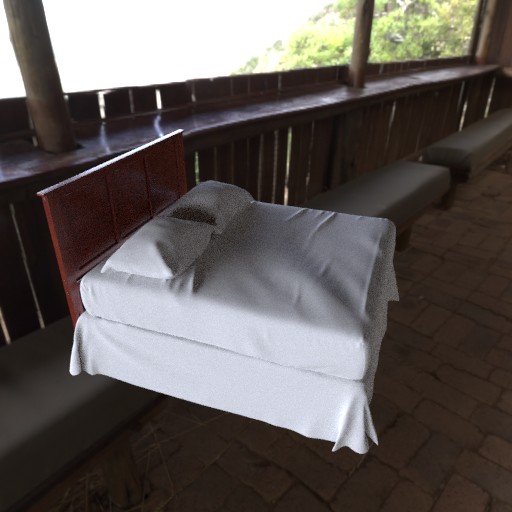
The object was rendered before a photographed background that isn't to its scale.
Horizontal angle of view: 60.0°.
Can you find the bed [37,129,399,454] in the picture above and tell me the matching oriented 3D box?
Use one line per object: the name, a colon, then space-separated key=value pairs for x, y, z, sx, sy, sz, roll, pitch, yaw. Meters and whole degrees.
bed: x=0.000 y=0.000 z=3.168 sx=2.050 sy=1.270 sz=1.870 roll=10 pitch=30 yaw=18
